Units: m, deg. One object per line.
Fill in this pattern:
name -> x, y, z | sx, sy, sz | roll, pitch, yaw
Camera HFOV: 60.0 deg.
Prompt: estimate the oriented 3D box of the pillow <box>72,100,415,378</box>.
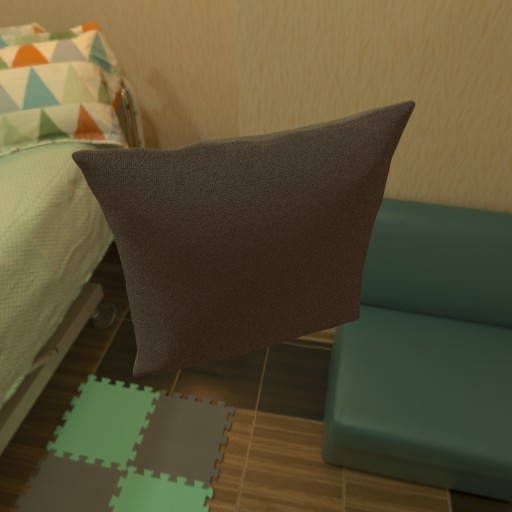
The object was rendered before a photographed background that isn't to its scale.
pillow -> 0.000, 0.000, 0.691 | 0.452, 0.439, 0.204 | -12, 42, -14
